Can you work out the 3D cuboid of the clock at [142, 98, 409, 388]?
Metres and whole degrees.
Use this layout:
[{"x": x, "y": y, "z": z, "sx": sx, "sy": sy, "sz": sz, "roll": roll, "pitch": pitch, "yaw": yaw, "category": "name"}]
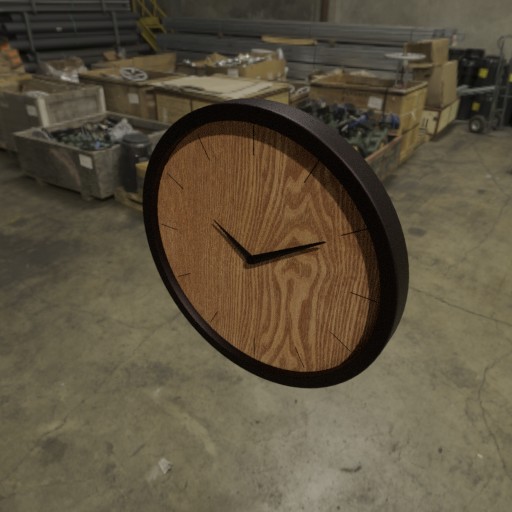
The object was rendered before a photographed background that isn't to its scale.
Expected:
[{"x": 0.000, "y": 0.000, "z": 0.467, "sx": 0.314, "sy": 0.314, "sz": 0.029, "roll": 20, "pitch": 36, "yaw": 30, "category": "clock"}]
